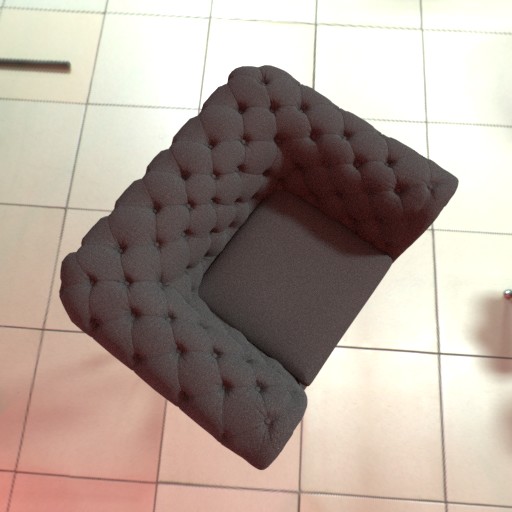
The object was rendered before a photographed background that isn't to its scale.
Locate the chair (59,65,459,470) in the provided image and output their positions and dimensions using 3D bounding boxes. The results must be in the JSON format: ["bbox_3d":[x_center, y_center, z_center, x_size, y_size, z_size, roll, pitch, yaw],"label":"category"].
[{"bbox_3d":[0.000,0.000,1.870,0.976,0.770,1.270,35,77,9],"label":"chair"}]
